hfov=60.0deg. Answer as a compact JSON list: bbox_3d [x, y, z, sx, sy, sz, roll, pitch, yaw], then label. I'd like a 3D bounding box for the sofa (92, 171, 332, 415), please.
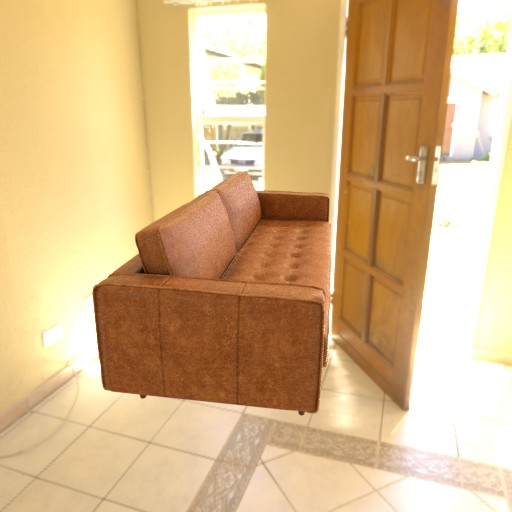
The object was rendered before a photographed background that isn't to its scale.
[{"bbox_3d":[0.000,0.000,2.627,0.886,0.779,2.199,3,18,9],"label":"sofa"}]
